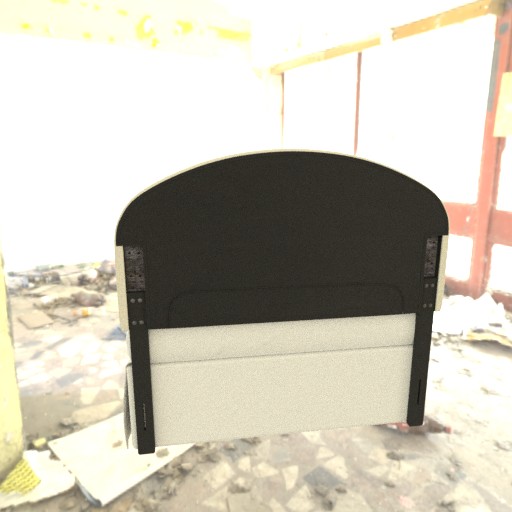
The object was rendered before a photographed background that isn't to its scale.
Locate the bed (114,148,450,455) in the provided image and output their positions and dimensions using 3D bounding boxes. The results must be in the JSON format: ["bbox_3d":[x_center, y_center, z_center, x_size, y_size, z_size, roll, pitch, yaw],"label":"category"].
[{"bbox_3d":[0.000,0.000,2.992,1.607,1.410,2.005,-2,14,-9],"label":"bed"}]
